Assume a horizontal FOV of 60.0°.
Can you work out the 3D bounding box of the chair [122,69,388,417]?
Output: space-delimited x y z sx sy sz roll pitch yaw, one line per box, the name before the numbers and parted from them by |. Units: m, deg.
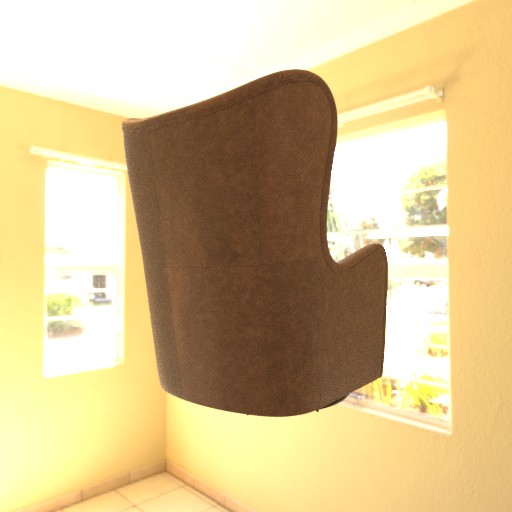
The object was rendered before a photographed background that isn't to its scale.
chair | 0.000 0.000 1.743 0.831 1.079 0.930 -1 -1 37
